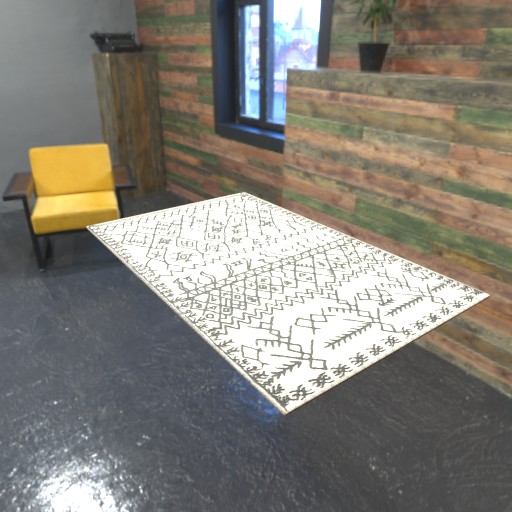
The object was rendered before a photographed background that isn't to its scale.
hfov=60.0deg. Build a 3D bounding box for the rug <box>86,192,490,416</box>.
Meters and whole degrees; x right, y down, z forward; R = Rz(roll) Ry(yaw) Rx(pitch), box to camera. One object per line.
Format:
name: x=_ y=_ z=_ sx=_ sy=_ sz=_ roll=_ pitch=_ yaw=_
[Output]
rug: x=0.000 y=0.000 z=3.008 sx=1.526 sy=0.012 sz=2.444 roll=-18 pitch=31 yaw=-32
